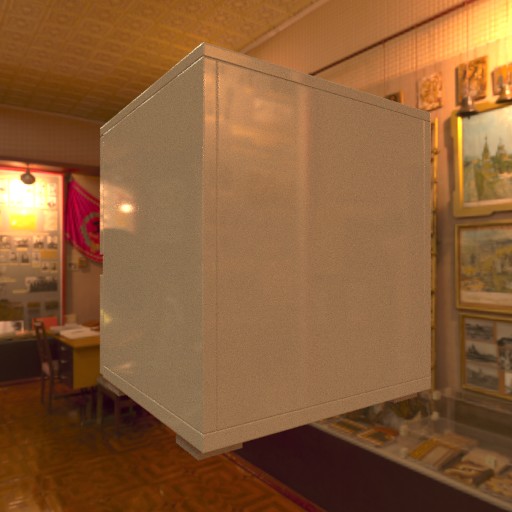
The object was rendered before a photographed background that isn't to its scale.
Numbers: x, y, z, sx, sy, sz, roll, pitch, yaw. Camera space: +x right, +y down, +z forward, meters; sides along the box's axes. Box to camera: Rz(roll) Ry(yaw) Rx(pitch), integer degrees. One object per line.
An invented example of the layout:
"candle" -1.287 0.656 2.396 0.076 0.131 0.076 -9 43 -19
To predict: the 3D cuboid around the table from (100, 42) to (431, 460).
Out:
"table" 0.000 0.000 0.770 0.420 0.470 0.400 0 0 -35
